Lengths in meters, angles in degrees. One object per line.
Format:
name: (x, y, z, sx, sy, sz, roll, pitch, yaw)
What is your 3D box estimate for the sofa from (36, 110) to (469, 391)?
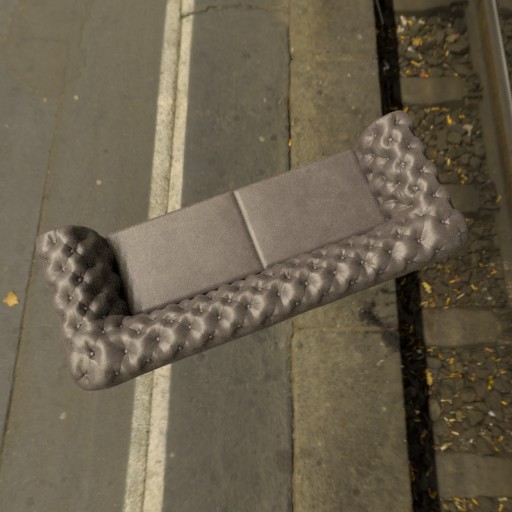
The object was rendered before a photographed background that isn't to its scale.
sofa: (0.000, 0.000, 2.814, 2.385, 0.783, 0.944, -20, 75, -6)
